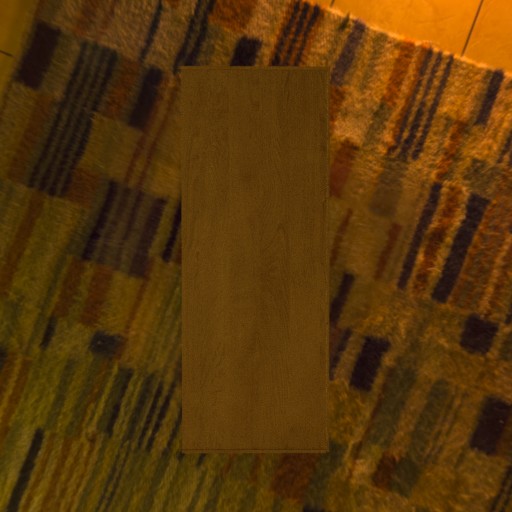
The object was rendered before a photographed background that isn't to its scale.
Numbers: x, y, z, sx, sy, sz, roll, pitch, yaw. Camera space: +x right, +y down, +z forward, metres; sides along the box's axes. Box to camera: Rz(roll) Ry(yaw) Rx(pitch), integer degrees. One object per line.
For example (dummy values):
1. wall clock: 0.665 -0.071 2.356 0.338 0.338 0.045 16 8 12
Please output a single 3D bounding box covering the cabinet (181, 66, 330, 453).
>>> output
1. cabinet: 0.000 0.000 2.433 0.510 1.910 1.290 0 91 0
